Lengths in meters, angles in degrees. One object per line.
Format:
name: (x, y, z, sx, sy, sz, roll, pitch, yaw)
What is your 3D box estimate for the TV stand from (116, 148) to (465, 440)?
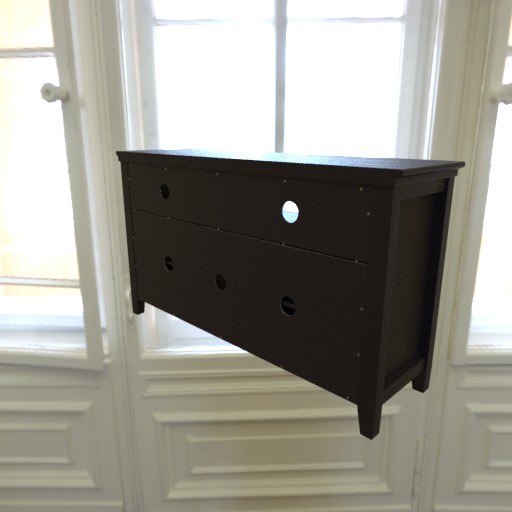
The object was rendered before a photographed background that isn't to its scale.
TV stand: (0.000, 0.000, 1.534, 1.198, 0.681, 0.347, 15, 22, 43)
